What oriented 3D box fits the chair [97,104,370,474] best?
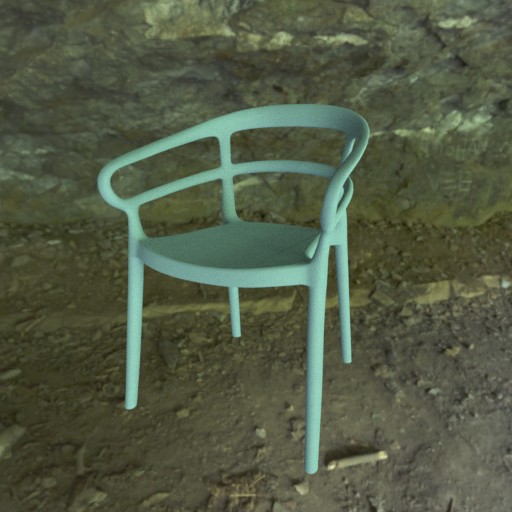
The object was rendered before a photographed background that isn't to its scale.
[{"bbox_3d":[0.000,0.000,1.142,0.559,0.761,0.527,8,18,25],"label":"chair"}]
